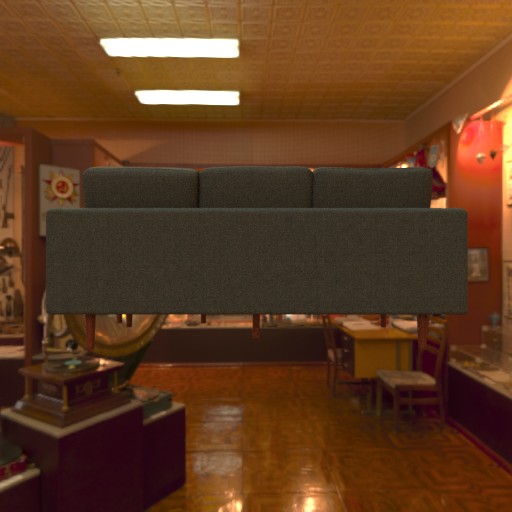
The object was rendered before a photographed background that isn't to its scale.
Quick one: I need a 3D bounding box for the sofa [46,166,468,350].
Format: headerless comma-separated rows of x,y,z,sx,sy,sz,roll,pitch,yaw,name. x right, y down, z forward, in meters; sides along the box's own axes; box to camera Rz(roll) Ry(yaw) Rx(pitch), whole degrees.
0.000,0.000,2.970,2.055,0.957,1.667,0,0,0,sofa
